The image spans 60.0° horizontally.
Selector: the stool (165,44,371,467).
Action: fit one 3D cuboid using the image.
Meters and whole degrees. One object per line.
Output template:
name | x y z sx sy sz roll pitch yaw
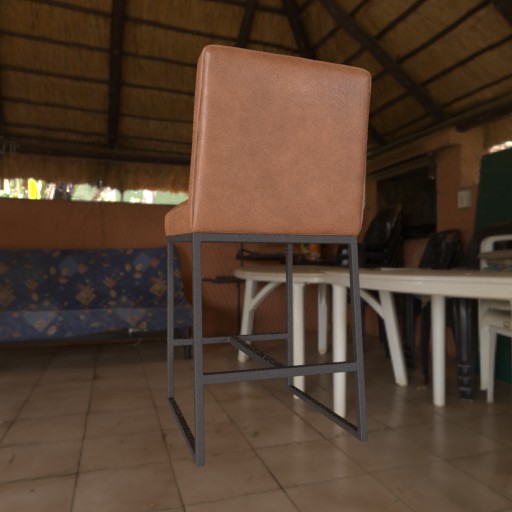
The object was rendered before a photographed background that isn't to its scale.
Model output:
stool | 0.000 0.000 1.277 0.458 0.940 0.556 0 -1 -19
